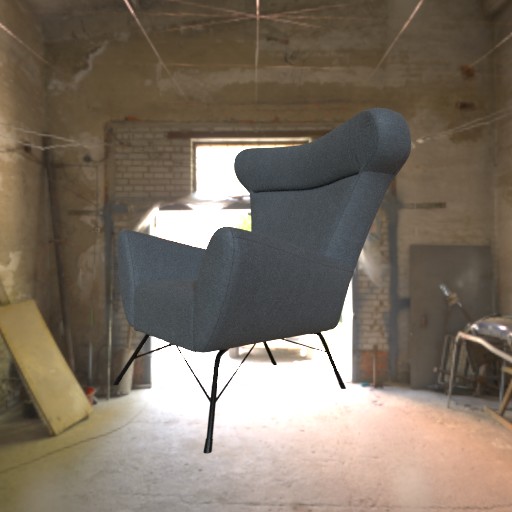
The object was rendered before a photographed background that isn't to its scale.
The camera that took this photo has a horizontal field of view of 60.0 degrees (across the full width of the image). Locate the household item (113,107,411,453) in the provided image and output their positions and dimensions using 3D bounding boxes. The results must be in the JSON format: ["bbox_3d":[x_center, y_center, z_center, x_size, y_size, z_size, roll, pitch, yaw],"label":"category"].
[{"bbox_3d":[0.000,0.000,1.760,0.900,1.050,0.980,-1,1,-36],"label":"household item"}]
